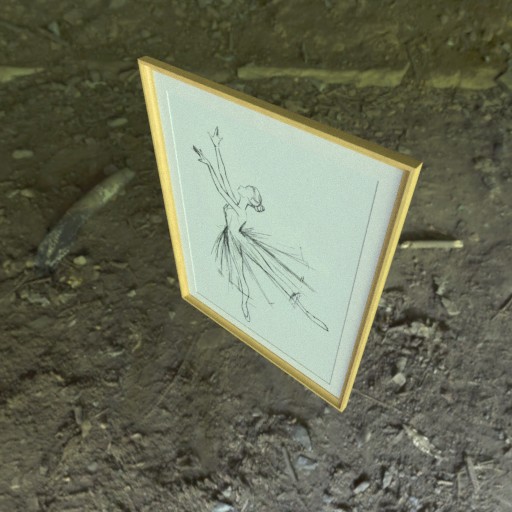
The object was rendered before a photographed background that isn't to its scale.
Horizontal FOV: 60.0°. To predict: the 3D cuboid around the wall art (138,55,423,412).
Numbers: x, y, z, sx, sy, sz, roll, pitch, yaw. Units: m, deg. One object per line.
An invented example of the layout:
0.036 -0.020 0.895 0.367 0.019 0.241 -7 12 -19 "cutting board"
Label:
0.000 0.000 1.366 0.798 1.002 0.030 31 53 27 "wall art"
